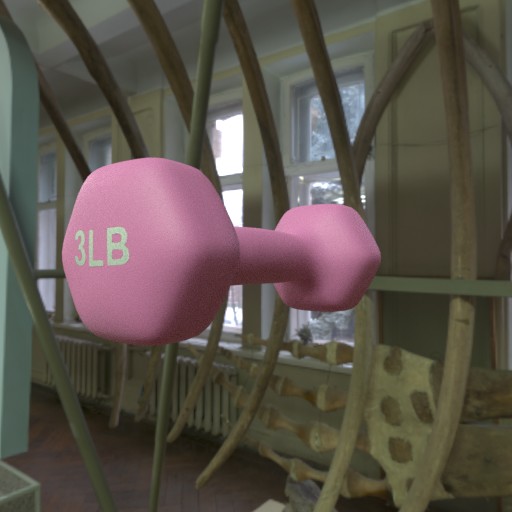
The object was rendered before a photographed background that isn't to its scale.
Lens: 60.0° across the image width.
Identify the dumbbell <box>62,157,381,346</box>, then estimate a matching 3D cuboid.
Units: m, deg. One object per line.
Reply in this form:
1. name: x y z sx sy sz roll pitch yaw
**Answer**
1. dumbbell: 0.000 0.000 0.194 0.064 0.058 0.159 -1 -2 37
